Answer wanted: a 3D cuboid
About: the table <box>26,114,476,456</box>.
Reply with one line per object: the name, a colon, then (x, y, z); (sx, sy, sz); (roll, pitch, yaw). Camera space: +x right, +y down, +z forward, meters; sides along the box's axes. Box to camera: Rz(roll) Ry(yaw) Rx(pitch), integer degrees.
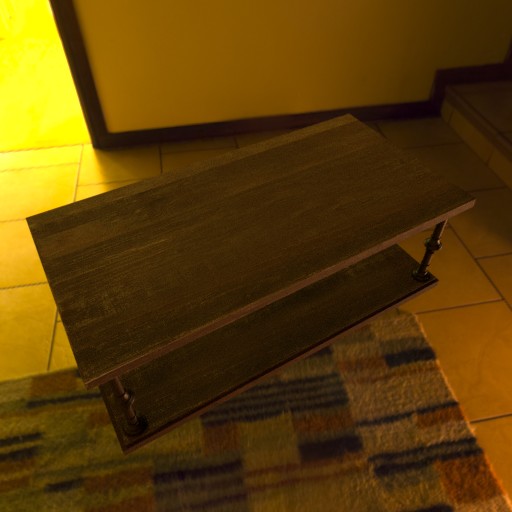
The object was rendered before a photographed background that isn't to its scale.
table: (0.000, 0.000, 1.332); (1.088, 0.373, 0.554); (-23, 50, -21)
